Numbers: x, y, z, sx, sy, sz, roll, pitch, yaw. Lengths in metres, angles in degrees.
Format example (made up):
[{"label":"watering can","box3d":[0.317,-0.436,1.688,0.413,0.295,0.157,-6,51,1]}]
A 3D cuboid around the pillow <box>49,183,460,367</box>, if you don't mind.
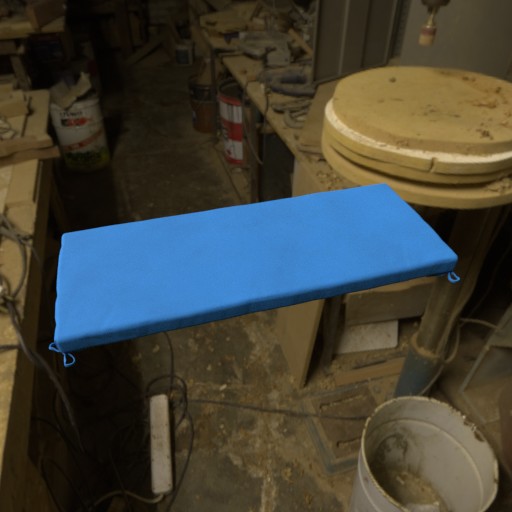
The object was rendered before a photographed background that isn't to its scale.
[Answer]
[{"label":"pillow","box3d":[0.000,0.000,1.362,1.187,0.081,0.492,-10,41,-12]}]
